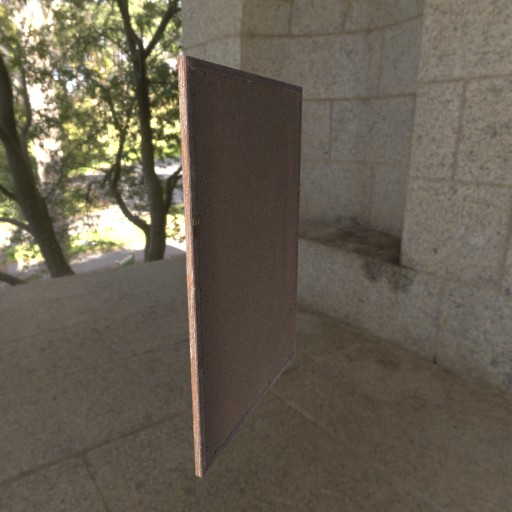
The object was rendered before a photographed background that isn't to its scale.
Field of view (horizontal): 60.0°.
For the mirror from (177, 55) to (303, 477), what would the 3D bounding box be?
[{"bbox_3d":[0.000,0.000,1.310,0.025,0.996,0.705,7,17,24],"label":"mirror"}]
